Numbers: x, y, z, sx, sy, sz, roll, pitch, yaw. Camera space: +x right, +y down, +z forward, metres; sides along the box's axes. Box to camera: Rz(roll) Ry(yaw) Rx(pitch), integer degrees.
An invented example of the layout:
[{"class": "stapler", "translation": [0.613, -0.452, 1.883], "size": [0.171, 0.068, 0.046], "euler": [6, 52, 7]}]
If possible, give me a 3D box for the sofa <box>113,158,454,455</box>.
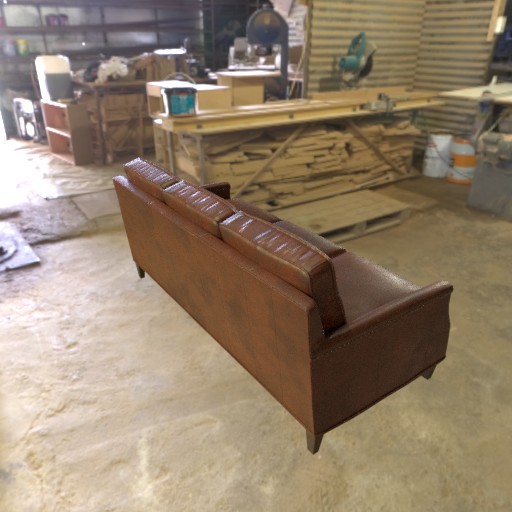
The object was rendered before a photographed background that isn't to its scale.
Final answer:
[{"class": "sofa", "translation": [0.000, 0.000, 2.888], "size": [1.084, 1.003, 2.240], "euler": [-18, 31, -31]}]
